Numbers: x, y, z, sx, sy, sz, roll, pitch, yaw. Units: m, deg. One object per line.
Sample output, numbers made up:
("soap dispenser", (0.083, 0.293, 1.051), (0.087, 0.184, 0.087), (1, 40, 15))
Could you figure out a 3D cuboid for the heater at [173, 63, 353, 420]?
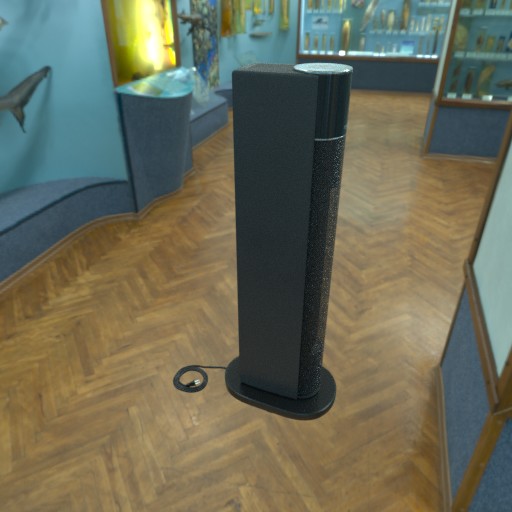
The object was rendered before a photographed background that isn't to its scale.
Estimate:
("heater", (0.000, 0.000, 1.069), (0.458, 0.856, 0.214), (10, 32, 16))
